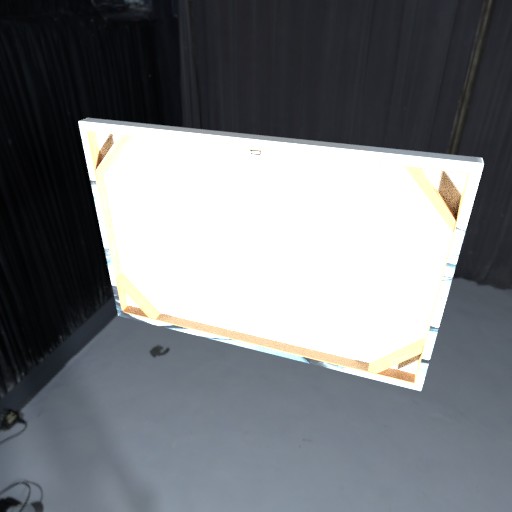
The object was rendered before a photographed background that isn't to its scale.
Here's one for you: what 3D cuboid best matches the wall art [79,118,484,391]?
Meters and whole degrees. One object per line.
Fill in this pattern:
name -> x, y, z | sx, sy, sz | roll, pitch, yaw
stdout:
wall art -> 0.000, 0.000, 1.128 | 0.914, 0.609, 0.039 | 10, 33, 17
